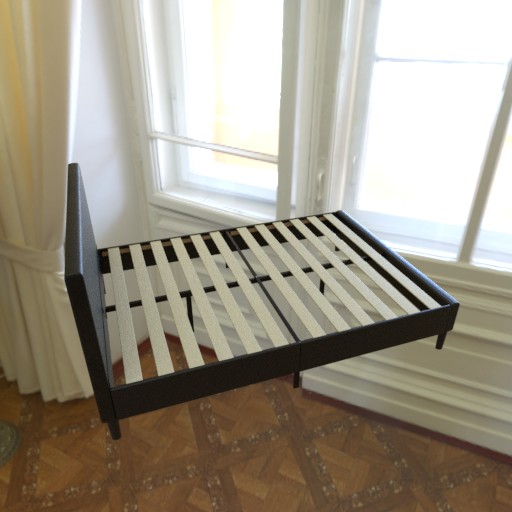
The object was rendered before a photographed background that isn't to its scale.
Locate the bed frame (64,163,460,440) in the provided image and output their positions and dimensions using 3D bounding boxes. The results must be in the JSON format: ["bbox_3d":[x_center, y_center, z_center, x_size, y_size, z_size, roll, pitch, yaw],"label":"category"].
[{"bbox_3d":[0.000,0.000,2.936,2.152,1.046,1.469,-10,32,-17],"label":"bed frame"}]
